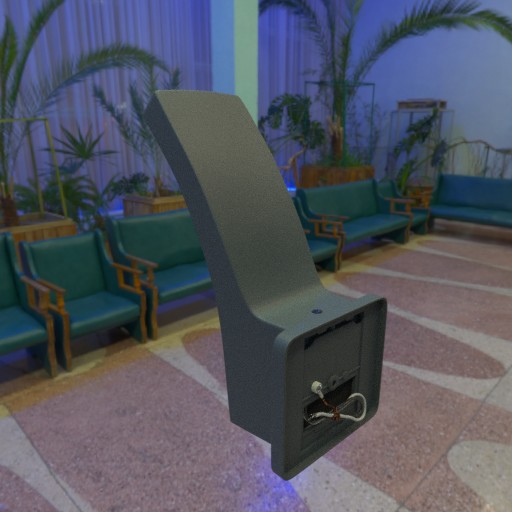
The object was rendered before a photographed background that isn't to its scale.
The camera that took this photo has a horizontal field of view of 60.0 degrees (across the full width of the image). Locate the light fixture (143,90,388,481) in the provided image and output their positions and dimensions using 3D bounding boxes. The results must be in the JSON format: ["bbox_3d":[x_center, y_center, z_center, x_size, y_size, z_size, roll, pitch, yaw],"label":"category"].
[{"bbox_3d":[0.000,0.000,0.336,0.108,0.243,0.174,-14,21,-41],"label":"light fixture"}]
